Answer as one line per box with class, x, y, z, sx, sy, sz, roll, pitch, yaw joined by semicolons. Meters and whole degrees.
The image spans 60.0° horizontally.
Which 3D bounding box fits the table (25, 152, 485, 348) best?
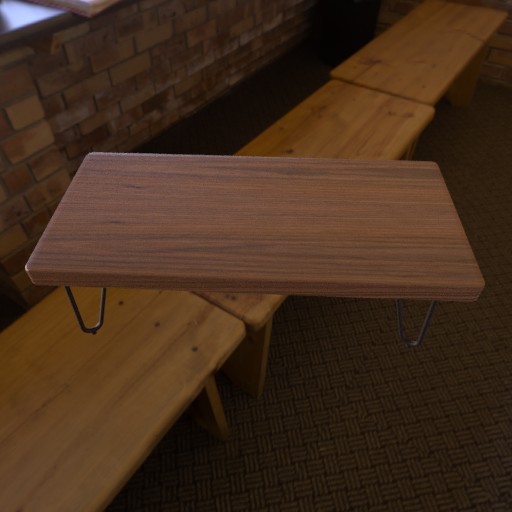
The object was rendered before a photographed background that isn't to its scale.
table;0.000;0.000;1.693;1.375;0.468;0.637;2;46;2
